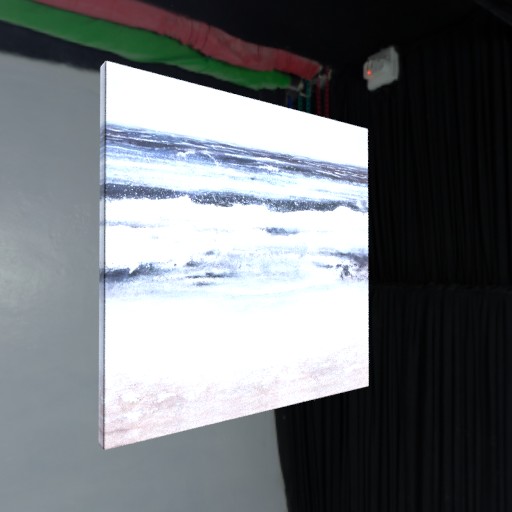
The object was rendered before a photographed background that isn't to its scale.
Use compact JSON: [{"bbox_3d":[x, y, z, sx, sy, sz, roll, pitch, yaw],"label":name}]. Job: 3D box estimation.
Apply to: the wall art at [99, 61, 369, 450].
[{"bbox_3d":[0.000,0.000,1.091,0.755,0.747,0.065,1,-1,-35],"label":"wall art"}]
